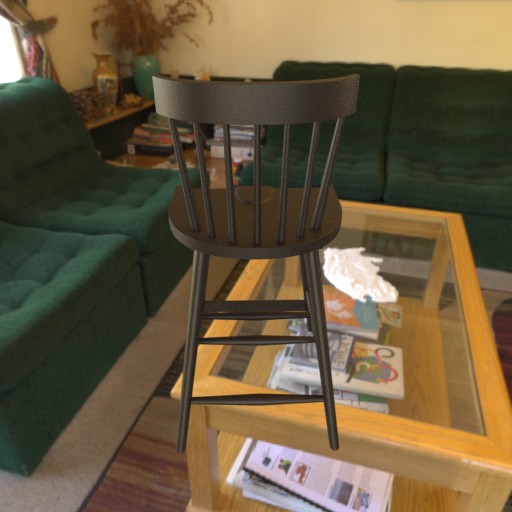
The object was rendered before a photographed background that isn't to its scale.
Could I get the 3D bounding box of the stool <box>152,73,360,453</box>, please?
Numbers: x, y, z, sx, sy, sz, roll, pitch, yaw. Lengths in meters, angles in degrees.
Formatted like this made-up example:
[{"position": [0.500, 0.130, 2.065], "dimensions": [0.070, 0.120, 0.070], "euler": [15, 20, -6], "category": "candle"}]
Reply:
[{"position": [0.000, 0.000, 1.240], "dimensions": [0.494, 0.953, 0.549], "euler": [-1, 30, -1], "category": "stool"}]
